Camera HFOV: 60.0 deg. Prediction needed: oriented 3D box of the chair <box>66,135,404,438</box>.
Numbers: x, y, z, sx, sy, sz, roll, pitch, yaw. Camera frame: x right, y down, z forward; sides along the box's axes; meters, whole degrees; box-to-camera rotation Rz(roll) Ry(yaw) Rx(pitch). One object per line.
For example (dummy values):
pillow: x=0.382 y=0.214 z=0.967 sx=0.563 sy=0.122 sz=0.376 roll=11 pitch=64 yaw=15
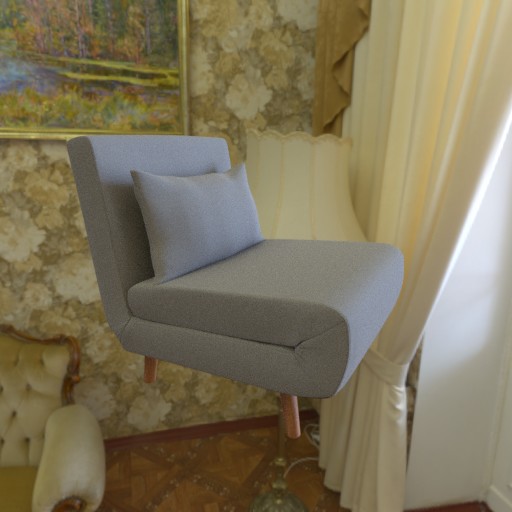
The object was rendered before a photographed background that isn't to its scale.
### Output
chair: x=0.000 y=0.000 z=1.525 sx=0.902 sy=0.808 sz=0.770 roll=7 pitch=16 yaw=27
